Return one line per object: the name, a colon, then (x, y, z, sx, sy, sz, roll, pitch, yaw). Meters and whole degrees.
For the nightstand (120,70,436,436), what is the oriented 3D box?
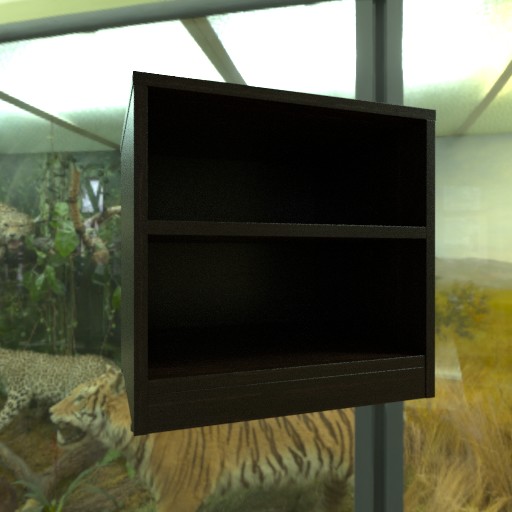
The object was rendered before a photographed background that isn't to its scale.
nightstand: (0.000, 0.000, 0.860, 0.489, 0.487, 0.427, 0, 0, -19)
